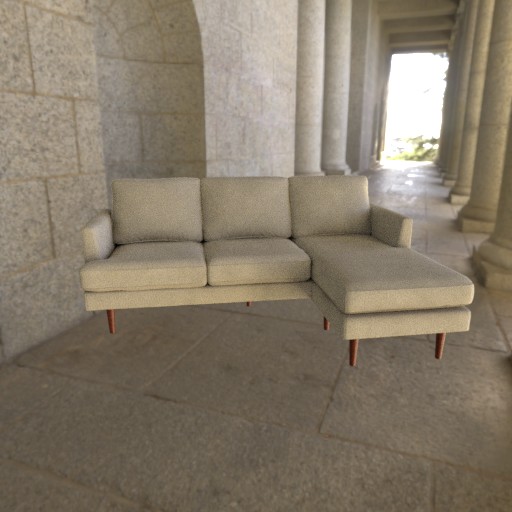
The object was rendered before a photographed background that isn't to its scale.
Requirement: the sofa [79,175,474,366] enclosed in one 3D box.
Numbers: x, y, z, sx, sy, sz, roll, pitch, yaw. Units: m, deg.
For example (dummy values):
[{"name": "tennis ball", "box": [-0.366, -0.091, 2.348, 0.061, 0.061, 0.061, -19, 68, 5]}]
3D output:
[{"name": "sofa", "box": [0.000, 0.000, 2.975, 2.233, 0.956, 1.504, -2, 15, -9]}]
